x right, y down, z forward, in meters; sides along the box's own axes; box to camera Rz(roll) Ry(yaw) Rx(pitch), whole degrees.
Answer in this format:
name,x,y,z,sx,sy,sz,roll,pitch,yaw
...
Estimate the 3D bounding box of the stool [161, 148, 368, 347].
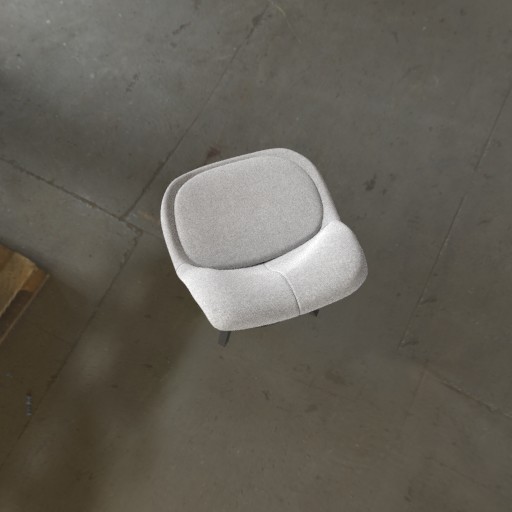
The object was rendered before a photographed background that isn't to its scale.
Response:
name,x,y,z,sx,sy,sz,roll,pitch,yaw
stool,0.000,0.000,1.422,0.485,1.115,0.550,-17,75,-5
